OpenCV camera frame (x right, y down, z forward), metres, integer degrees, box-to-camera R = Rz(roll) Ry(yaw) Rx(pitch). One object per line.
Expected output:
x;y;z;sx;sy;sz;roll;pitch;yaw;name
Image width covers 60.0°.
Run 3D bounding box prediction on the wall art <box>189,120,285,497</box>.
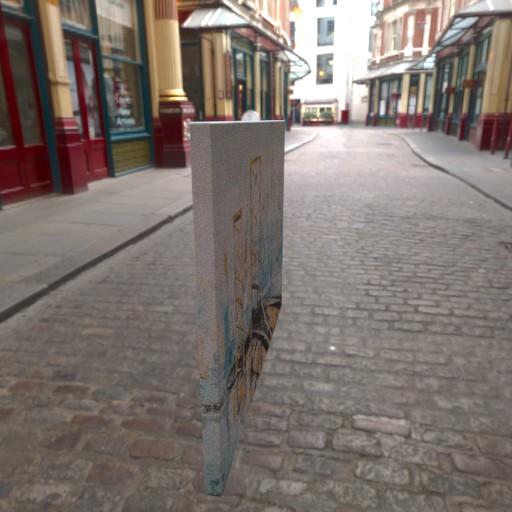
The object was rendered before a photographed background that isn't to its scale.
0.000;0.000;1.307;0.038;0.762;1.016;3;17;10;wall art
